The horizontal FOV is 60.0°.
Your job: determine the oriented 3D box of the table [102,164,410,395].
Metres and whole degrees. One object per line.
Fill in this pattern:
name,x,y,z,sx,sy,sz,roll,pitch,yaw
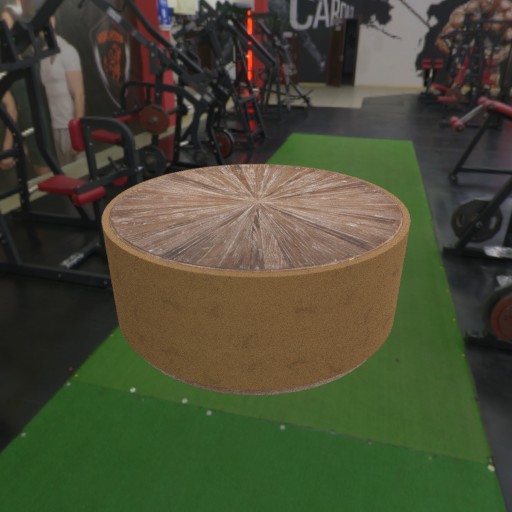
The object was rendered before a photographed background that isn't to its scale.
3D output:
table,0.000,0.000,1.594,1.001,0.409,1.001,0,27,0
